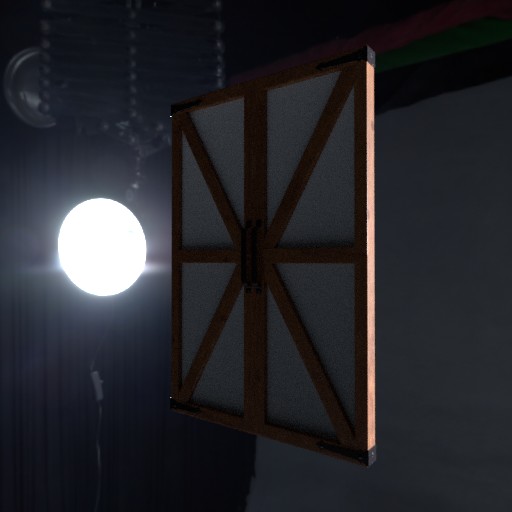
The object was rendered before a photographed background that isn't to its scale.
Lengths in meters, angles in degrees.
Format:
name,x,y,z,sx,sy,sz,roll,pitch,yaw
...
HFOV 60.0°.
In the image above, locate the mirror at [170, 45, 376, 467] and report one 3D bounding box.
name,x,y,z,sx,sy,sz,roll,pitch,yaw
mirror,0.000,0.000,0.956,0.517,0.761,0.053,0,-1,37
